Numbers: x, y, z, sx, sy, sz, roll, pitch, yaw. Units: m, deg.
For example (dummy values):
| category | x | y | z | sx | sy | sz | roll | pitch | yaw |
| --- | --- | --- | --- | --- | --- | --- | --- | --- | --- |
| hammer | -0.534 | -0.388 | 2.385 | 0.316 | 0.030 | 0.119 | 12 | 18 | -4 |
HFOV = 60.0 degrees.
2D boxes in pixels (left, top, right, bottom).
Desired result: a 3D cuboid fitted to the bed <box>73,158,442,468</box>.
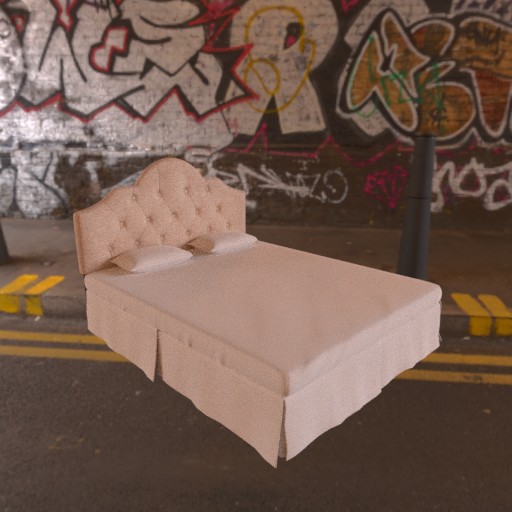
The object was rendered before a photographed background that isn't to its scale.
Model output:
| category | x | y | z | sx | sy | sz | roll | pitch | yaw |
| --- | --- | --- | --- | --- | --- | --- | --- | --- | --- |
| bed | 0.000 | 0.000 | 2.953 | 1.970 | 1.194 | 1.667 | 15 | 22 | 43 |
